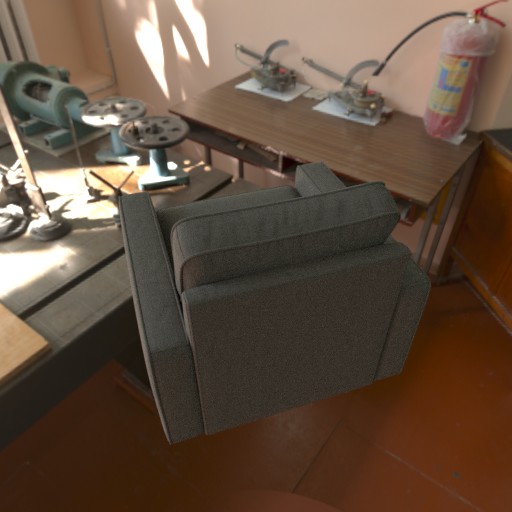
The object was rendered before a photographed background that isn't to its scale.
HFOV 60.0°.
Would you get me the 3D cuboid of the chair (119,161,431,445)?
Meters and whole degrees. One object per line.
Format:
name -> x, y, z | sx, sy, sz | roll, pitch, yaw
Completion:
chair -> 0.000, 0.000, 1.818 | 1.017, 0.919, 0.940 | -12, 42, -14
